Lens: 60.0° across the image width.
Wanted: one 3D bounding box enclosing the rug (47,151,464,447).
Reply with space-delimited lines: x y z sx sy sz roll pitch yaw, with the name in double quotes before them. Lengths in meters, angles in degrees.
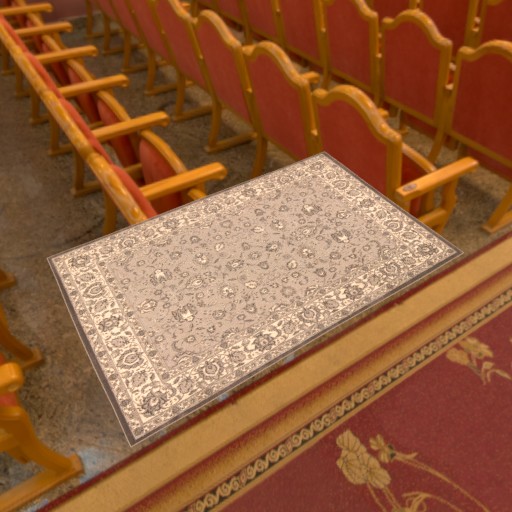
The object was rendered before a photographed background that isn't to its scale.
"rug" 0.000 0.000 3.039 2.438 0.011 1.524 -25 51 -22
